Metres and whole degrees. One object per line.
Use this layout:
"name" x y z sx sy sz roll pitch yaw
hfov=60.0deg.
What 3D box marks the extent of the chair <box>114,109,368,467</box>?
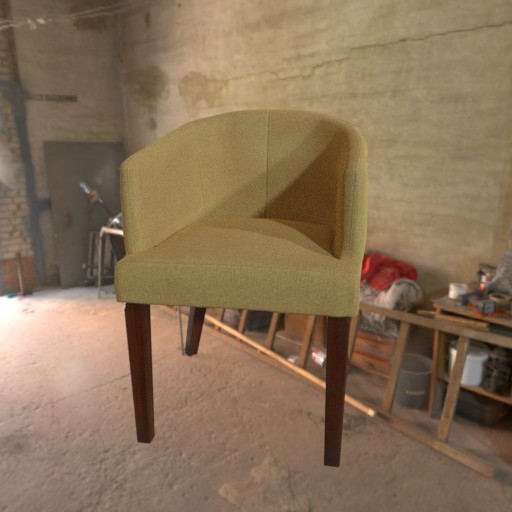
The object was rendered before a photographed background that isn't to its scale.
"chair" 0.000 0.000 1.220 0.583 0.811 0.655 2 14 9
